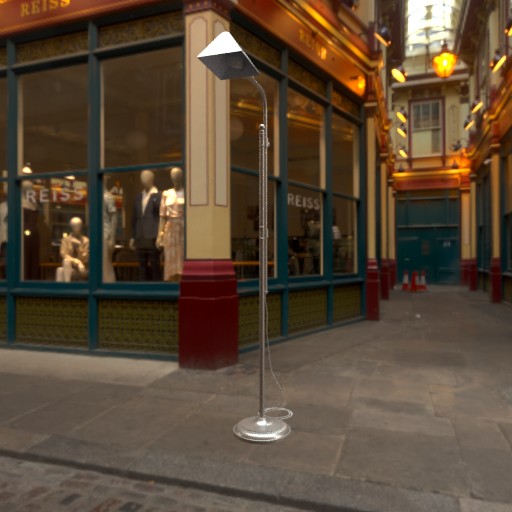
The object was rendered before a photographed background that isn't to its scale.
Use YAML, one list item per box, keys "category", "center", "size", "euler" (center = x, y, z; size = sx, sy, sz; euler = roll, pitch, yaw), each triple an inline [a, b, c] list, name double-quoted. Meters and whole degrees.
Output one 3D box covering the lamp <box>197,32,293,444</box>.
- category: "lamp"
  center: [0.000, 0.000, 1.887]
  size: [0.256, 1.571, 0.813]
  euler: [0, 0, 18]
